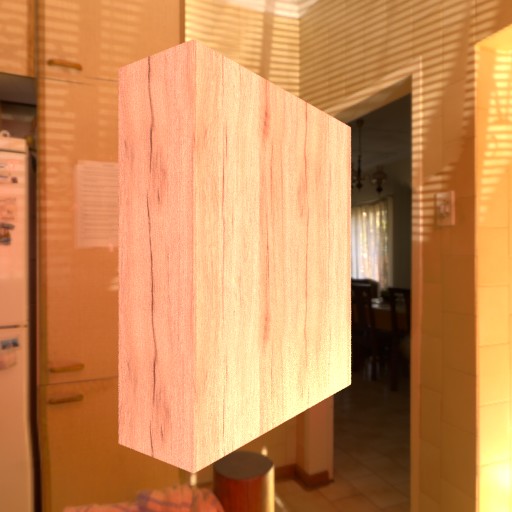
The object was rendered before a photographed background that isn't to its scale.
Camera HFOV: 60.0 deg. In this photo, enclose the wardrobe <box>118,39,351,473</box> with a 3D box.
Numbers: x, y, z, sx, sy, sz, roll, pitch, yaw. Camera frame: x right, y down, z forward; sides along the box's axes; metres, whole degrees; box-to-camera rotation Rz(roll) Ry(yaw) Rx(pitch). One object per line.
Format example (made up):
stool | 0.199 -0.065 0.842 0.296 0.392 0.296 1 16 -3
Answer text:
wardrobe | 0.000 0.000 3.012 0.580 2.070 1.810 0 0 36
